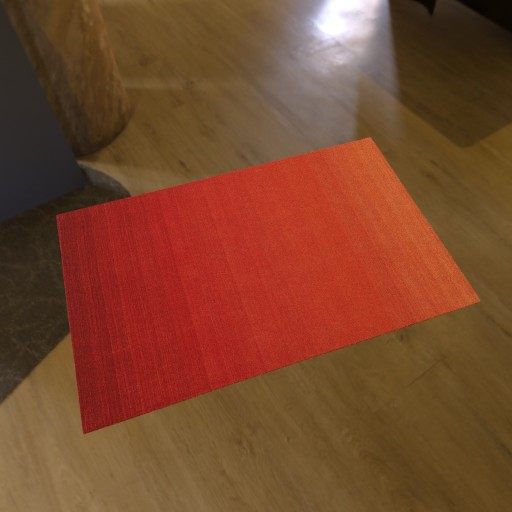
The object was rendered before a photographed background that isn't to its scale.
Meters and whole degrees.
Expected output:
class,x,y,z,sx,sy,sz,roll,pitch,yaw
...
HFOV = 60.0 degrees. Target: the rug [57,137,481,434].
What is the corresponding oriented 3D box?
class,x,y,z,sx,sy,sz,roll,pitch,yaw
rug,0.000,0.000,2.930,2.442,0.010,1.531,-16,59,-10
